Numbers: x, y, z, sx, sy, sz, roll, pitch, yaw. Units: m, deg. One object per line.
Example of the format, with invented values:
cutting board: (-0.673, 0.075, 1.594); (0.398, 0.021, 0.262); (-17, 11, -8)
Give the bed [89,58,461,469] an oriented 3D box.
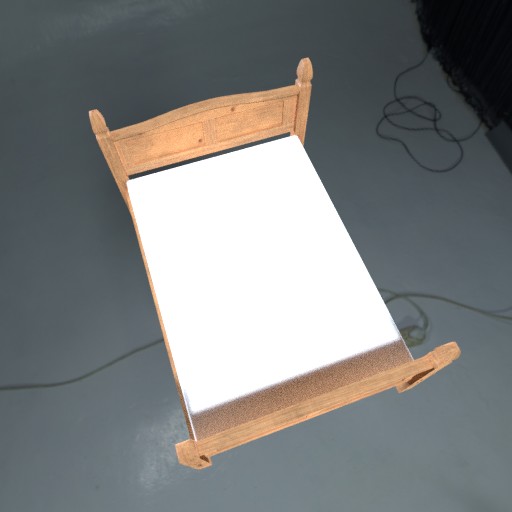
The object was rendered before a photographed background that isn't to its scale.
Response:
bed: (0.000, 0.000, 2.849); (1.490, 1.100, 2.069); (-17, 64, -9)
